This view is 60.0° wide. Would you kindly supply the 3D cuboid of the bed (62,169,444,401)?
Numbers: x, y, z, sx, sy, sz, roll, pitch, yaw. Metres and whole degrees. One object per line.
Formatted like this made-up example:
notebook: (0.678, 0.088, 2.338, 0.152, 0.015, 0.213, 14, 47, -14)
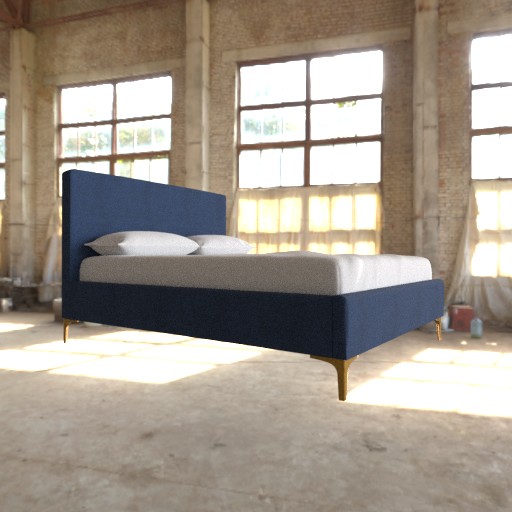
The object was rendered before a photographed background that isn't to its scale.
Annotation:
bed: (0.000, 0.000, 3.182, 2.172, 1.231, 1.723, 0, 0, 36)
